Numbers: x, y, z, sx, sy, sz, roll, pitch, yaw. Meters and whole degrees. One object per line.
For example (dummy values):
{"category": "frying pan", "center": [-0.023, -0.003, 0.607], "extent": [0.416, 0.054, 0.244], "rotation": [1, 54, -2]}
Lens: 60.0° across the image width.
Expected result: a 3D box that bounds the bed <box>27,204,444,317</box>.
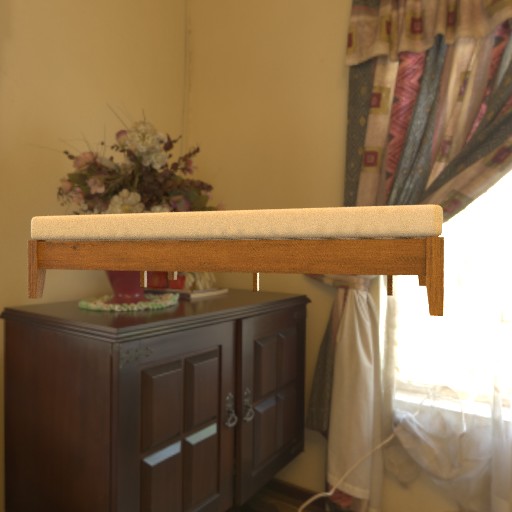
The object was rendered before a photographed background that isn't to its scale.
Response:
{"category": "bed", "center": [0.000, 0.000, 2.720], "extent": [2.016, 0.431, 1.536], "rotation": [0, 1, 19]}
